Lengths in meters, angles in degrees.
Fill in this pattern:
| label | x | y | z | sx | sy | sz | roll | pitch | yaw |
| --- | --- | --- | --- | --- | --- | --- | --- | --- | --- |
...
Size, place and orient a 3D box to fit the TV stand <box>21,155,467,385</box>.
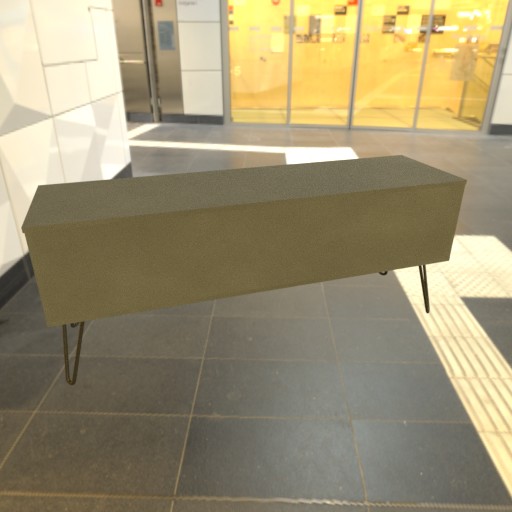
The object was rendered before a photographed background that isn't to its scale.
| label | x | y | z | sx | sy | sz | roll | pitch | yaw |
| --- | --- | --- | --- | --- | --- | --- | --- | --- | --- |
| TV stand | 0.000 | 0.000 | 1.629 | 1.400 | 0.560 | 0.400 | -8 | 27 | -16 |
